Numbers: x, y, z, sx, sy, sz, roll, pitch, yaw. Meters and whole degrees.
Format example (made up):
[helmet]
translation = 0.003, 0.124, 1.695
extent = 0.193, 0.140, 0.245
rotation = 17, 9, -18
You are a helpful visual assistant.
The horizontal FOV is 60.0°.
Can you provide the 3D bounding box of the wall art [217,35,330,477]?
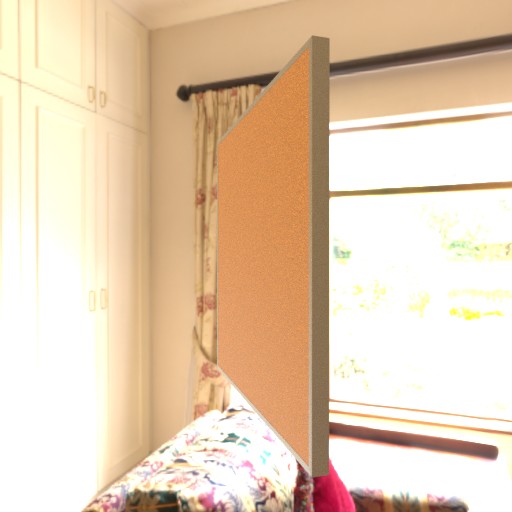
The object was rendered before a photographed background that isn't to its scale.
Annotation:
[wall art]
translation = 0.000, 0.000, 1.200
extent = 0.038, 0.807, 0.809
rotation = 0, 0, -17
